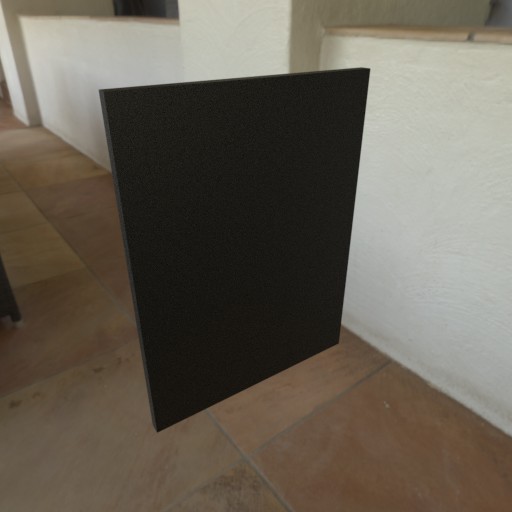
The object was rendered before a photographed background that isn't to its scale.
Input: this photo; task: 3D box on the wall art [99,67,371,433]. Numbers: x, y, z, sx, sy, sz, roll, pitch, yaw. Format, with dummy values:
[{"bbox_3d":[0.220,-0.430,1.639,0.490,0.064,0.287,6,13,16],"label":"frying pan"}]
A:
[{"bbox_3d":[0.000,0.000,1.410,0.806,1.062,0.038,-18,33,-29],"label":"wall art"}]
